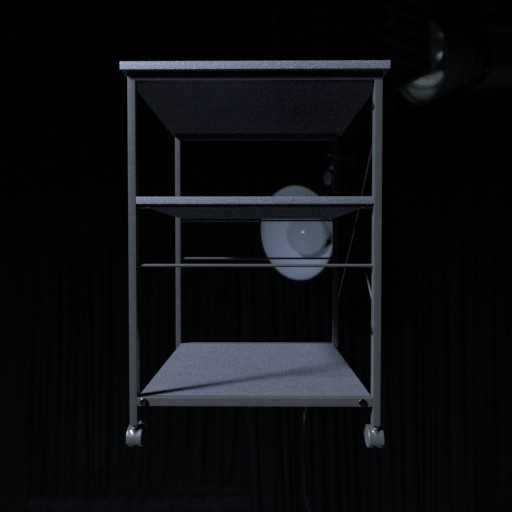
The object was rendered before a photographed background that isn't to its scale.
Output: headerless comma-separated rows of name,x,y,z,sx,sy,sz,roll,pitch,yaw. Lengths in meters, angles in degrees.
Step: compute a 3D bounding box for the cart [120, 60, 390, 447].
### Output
cart,0.000,0.000,1.120,0.520,0.762,0.521,0,1,1
